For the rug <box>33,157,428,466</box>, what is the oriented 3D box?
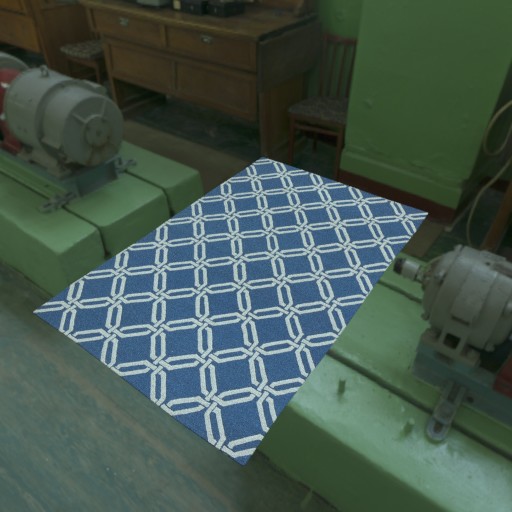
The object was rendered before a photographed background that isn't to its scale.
[{"bbox_3d":[0.000,0.000,2.209,1.153,0.010,1.755,25,46,26],"label":"rug"}]
